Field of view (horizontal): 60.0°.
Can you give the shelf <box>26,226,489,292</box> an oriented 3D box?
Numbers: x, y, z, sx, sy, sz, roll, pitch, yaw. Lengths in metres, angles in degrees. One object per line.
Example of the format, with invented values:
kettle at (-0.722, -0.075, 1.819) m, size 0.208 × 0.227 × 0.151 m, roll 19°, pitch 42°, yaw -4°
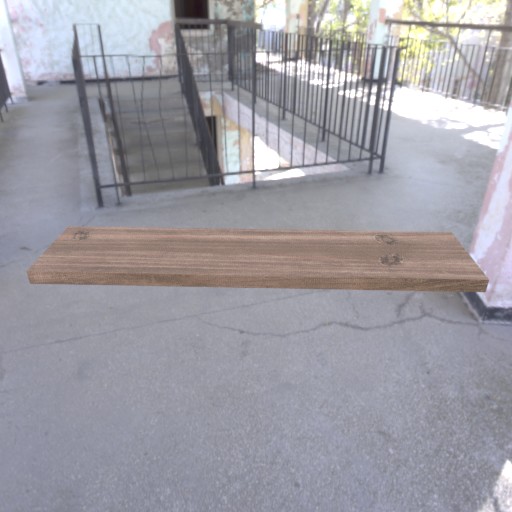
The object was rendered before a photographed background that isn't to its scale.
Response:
shelf at (0.000, 0.000, 0.648) m, size 0.610 × 0.020 × 0.140 m, roll 1°, pitch 29°, yaw 2°
